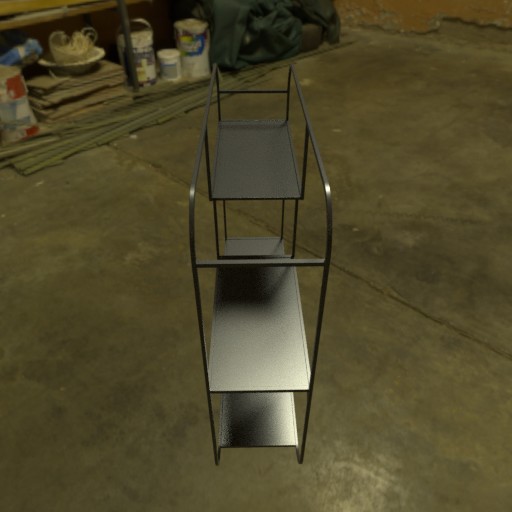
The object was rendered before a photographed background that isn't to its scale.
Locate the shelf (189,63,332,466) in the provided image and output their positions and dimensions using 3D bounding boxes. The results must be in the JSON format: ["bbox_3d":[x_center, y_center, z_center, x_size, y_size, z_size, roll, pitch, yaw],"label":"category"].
[{"bbox_3d":[0.000,0.000,0.888,0.160,0.600,0.600,-1,39,-1],"label":"shelf"}]
